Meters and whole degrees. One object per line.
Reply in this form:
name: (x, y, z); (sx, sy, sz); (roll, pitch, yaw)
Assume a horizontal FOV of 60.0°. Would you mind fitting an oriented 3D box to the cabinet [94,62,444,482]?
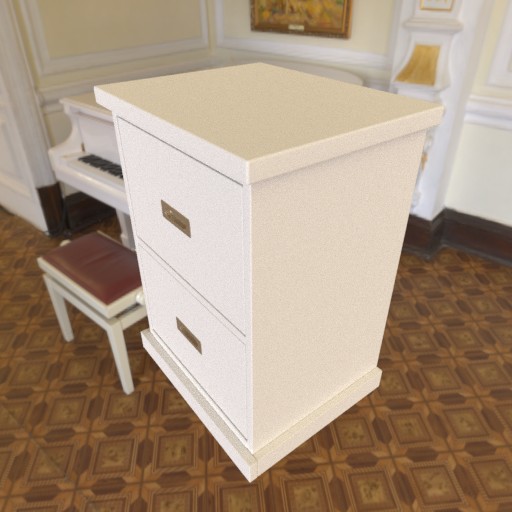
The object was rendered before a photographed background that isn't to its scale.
cabinet: (0.000, 0.000, 1.030); (0.431, 0.723, 0.520); (-23, 40, -31)
